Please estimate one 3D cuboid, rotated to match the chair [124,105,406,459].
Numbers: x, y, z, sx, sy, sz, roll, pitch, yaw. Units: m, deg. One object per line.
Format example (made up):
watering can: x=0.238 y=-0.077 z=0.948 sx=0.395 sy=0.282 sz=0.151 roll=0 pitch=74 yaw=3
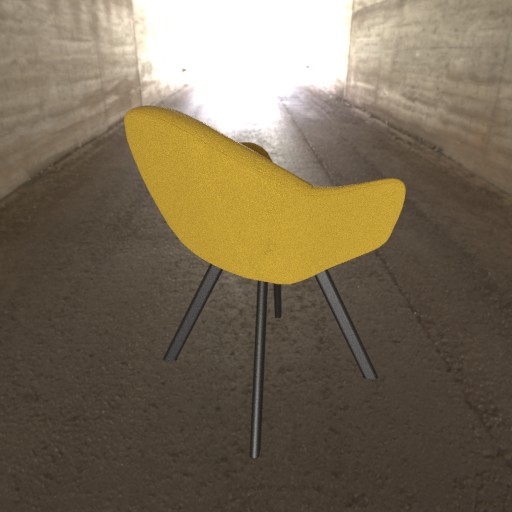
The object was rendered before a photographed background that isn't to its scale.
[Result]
chair: x=0.000 y=0.000 z=1.156 sx=0.565 sy=0.775 sz=0.545 roll=-18 pitch=30 yaw=-33
